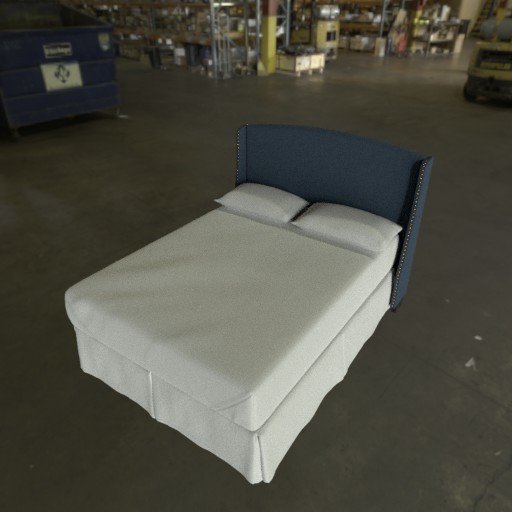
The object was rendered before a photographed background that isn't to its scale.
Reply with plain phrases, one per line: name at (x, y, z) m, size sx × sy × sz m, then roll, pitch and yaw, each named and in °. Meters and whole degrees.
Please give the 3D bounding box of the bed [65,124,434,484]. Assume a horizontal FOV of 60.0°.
bed at (0.000, 0.000, 3.260) m, size 1.710 × 1.407 × 2.237 m, roll 20°, pitch 36°, yaw 30°
